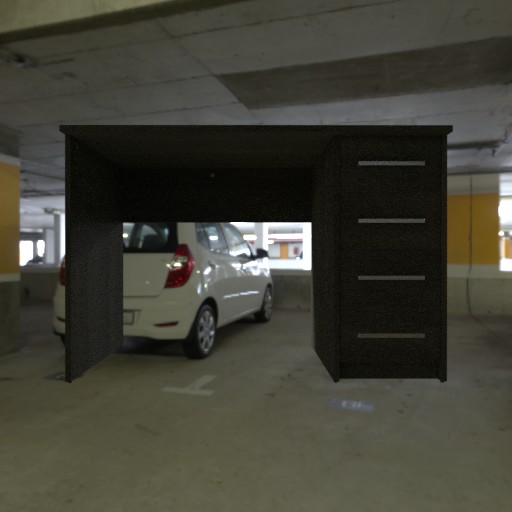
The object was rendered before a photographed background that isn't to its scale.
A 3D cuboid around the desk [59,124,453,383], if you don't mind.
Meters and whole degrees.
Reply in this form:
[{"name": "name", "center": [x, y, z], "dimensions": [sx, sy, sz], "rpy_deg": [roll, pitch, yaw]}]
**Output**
[{"name": "desk", "center": [0.000, 0.000, 1.511], "dimensions": [1.096, 0.730, 0.560], "rpy_deg": [0, 0, 0]}]
